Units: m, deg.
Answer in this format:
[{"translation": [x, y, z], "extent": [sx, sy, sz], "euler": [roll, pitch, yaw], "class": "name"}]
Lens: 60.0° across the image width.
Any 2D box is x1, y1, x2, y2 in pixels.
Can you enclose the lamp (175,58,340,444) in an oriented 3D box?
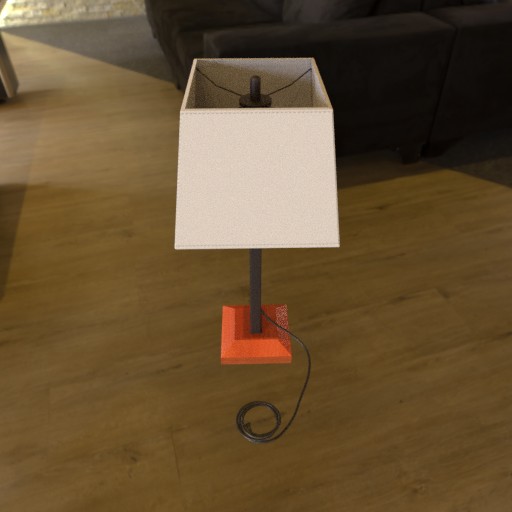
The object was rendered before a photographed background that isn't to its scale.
[{"translation": [0.000, 0.000, 0.985], "extent": [0.310, 0.737, 0.498], "euler": [-1, 41, -1], "class": "lamp"}]
